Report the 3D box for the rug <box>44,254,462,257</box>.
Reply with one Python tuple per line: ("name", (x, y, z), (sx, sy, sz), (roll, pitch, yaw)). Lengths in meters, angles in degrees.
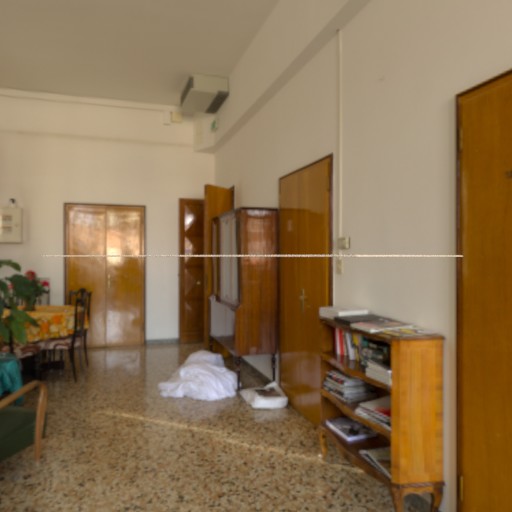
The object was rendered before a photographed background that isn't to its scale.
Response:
("rug", (0.000, 0.000, 4.080), (3.034, 0.012, 2.406), (0, 0, 37))
